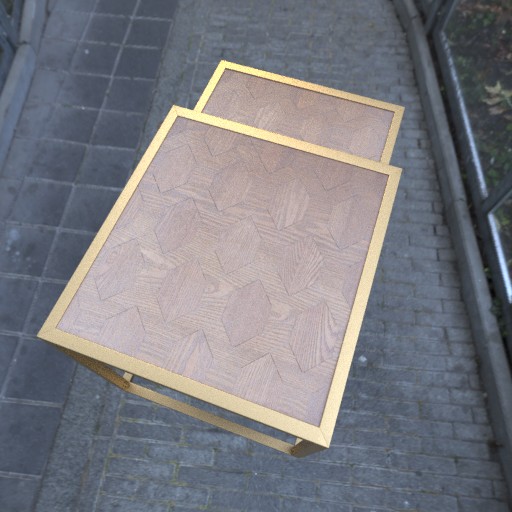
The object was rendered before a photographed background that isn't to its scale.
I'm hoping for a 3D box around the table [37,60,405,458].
[{"bbox_3d":[0.000,0.000,1.080,0.505,0.505,0.762,18,65,8],"label":"table"}]
